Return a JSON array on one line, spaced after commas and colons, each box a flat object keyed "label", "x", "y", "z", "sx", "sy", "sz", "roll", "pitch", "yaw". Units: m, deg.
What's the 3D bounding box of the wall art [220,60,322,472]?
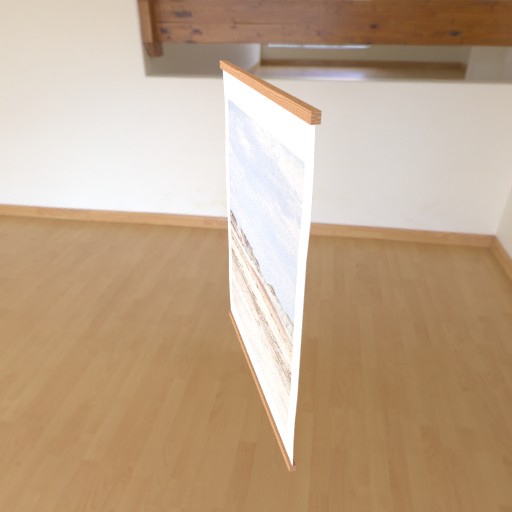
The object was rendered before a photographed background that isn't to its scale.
[{"label": "wall art", "x": 0.000, "y": 0.000, "z": 0.805, "sx": 0.011, "sy": 0.605, "sz": 0.458, "roll": -8, "pitch": 31, "yaw": -14}]
